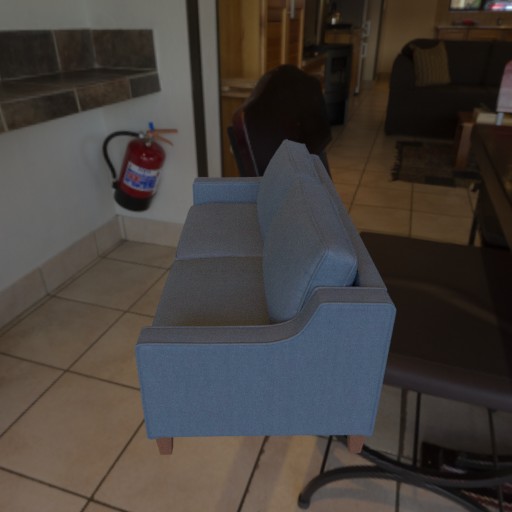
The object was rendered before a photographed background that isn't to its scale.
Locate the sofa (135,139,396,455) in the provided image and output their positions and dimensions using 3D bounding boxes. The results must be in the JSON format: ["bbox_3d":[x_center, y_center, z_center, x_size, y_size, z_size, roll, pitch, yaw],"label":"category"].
[{"bbox_3d":[0.000,0.000,2.825,1.066,1.071,2.178,0,28,-1],"label":"sofa"}]
